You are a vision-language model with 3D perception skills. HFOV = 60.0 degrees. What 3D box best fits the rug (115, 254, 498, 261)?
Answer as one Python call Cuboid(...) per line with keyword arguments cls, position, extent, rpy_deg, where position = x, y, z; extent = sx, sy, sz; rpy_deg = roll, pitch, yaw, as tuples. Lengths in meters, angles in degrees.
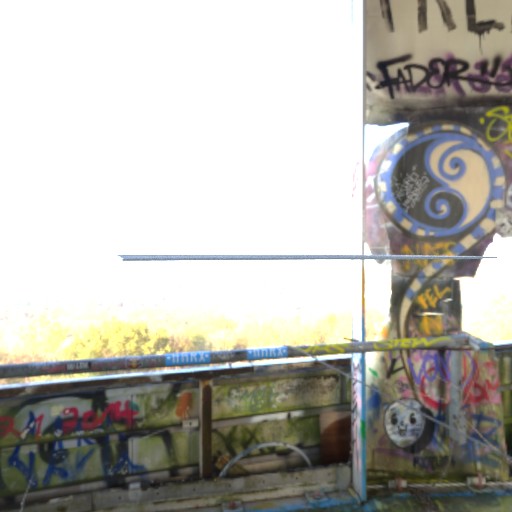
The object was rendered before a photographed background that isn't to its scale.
Cuboid(cls="rug", position=(0.000, 0.000, 3.902), extent=(2.353, 0.014, 2.945), rpy_deg=(0, 1, -18))
